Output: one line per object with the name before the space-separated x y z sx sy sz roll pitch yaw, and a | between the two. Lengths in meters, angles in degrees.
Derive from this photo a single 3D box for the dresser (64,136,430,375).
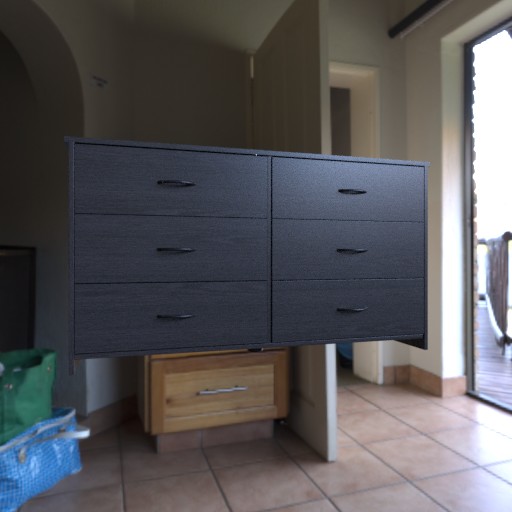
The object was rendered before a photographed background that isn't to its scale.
dresser | 0.000 0.000 1.749 1.360 0.755 0.401 0 0 -17
